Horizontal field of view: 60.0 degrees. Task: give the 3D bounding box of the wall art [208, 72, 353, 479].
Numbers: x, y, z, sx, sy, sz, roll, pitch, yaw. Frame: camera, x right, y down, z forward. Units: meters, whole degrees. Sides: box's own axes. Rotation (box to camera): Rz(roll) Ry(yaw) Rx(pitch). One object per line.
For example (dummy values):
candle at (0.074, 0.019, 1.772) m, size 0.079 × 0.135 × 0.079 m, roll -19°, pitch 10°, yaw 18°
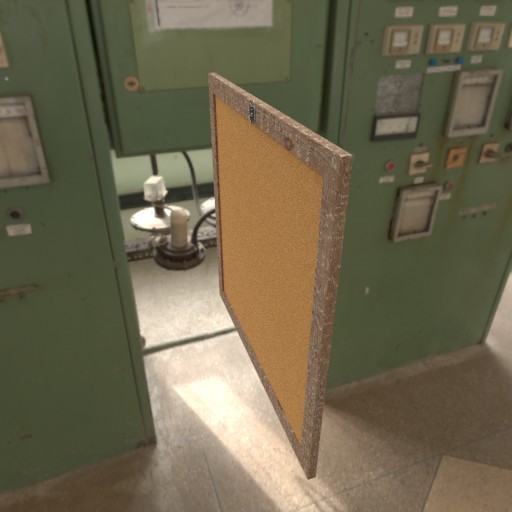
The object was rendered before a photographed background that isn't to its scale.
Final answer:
wall art at (0.000, 0.000, 0.569) m, size 0.012 × 0.384 × 0.384 m, roll -10°, pitch 33°, yaw -16°
